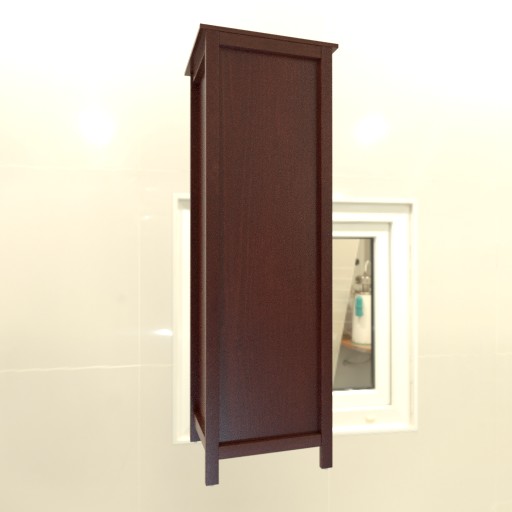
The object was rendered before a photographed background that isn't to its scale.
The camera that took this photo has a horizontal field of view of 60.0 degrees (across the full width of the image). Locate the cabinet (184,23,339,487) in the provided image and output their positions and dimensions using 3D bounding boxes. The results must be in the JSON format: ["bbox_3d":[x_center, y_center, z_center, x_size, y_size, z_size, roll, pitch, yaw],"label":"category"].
[{"bbox_3d":[0.000,0.000,1.706,0.500,1.518,0.401,0,0,-16],"label":"cabinet"}]
